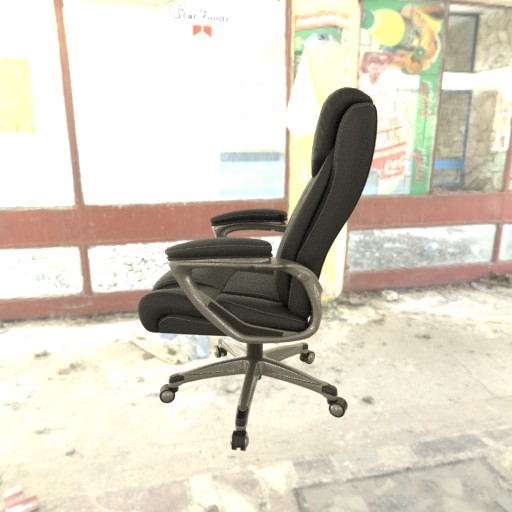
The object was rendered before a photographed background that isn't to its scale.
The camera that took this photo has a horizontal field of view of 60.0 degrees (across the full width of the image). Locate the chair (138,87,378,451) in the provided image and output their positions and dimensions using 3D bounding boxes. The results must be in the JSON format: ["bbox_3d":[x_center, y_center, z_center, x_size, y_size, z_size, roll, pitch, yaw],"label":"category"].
[{"bbox_3d":[0.000,0.000,1.674,0.784,1.167,0.741,2,15,8],"label":"chair"}]
